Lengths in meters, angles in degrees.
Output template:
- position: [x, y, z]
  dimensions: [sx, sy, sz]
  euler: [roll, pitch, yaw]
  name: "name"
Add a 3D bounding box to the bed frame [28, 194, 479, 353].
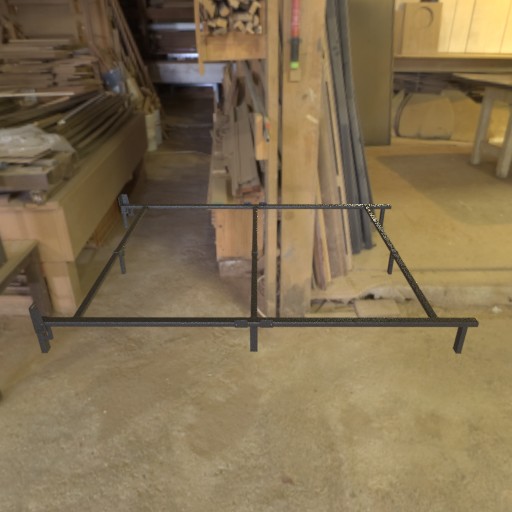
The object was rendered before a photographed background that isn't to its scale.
- position: [0.000, 0.000, 2.656]
  dimensions: [1.990, 0.248, 1.498]
  euler: [0, 27, 0]
  name: "bed frame"
